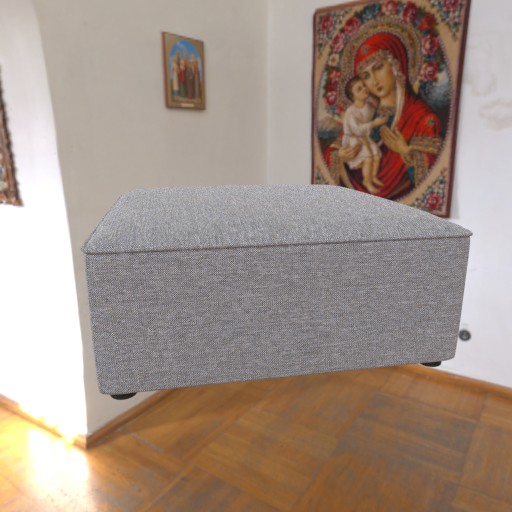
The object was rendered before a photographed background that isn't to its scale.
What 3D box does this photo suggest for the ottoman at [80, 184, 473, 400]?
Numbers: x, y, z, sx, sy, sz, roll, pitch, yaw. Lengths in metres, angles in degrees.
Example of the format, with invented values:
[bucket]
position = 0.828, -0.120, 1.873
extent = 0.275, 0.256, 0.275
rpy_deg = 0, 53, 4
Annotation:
[ottoman]
position = 0.000, 0.000, 1.588
extent = 1.005, 0.455, 1.005
rpy_deg = -3, 15, -11
